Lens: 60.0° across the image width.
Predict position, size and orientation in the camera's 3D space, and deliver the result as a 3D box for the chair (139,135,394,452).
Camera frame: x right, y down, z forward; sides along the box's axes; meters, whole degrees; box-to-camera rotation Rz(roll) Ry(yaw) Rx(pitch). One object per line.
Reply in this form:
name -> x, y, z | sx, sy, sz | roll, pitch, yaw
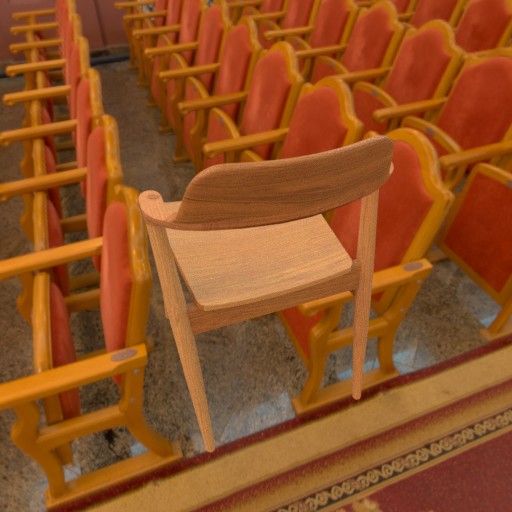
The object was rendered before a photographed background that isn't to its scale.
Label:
chair -> 0.000, 0.000, 1.105 | 0.512, 0.792, 0.499 | -14, 43, -15
